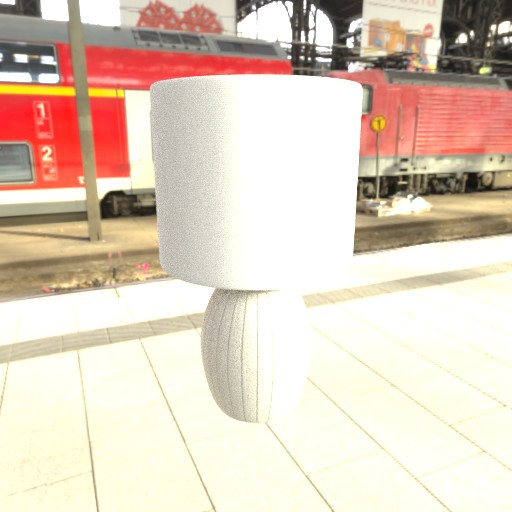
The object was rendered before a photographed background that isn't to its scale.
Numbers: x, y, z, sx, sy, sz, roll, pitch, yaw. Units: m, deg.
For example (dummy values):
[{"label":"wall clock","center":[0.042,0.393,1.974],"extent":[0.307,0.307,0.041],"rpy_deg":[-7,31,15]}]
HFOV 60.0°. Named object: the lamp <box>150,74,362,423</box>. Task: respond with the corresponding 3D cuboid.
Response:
[{"label":"lamp","center":[0.000,0.000,0.771],"extent":[0.328,0.570,0.328],"rpy_deg":[0,15,0]}]
